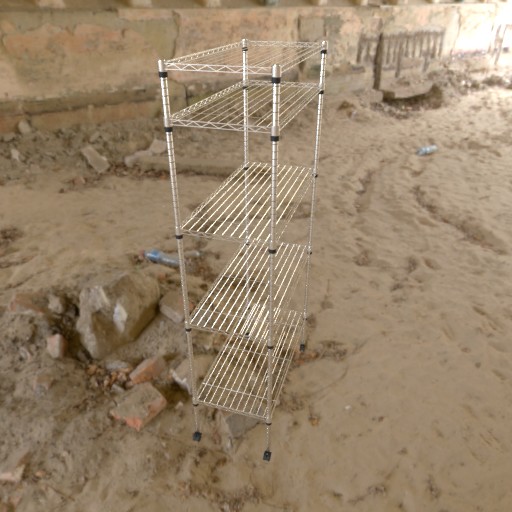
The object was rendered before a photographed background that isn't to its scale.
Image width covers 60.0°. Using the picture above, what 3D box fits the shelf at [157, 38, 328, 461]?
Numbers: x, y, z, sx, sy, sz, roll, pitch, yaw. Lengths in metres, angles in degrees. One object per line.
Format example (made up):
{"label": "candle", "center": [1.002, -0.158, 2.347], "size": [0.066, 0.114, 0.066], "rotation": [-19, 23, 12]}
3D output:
{"label": "shelf", "center": [0.000, 0.000, 1.867], "size": [0.356, 1.587, 0.762], "rotation": [9, 32, 15]}
